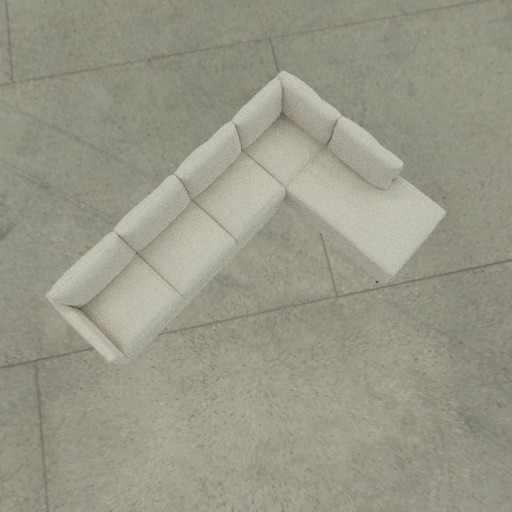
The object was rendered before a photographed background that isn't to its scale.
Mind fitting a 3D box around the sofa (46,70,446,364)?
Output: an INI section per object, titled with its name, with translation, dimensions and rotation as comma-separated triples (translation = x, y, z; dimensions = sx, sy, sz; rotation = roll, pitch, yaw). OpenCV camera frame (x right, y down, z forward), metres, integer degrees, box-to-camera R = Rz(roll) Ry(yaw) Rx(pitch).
[sofa]
translation = 0.000, 0.000, 3.875
dimensions = 2.007, 0.815, 2.949
rotation = 42, 79, 10
